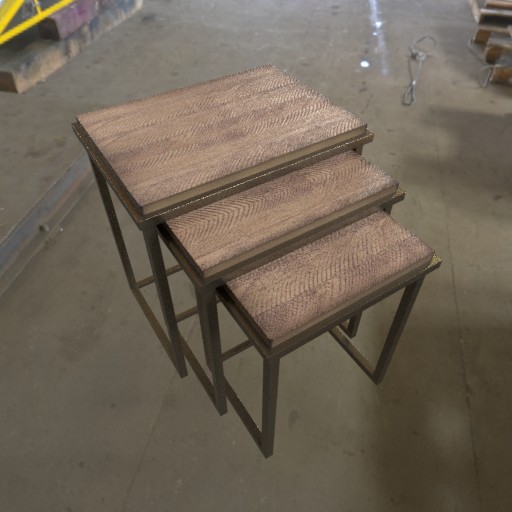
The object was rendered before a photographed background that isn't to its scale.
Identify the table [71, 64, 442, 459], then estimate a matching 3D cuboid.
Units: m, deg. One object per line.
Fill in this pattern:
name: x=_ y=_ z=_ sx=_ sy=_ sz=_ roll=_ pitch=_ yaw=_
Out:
table: x=0.000 y=0.000 z=1.117 sx=0.559 sy=0.610 sz=0.706 roll=-24 pitch=51 yaw=-22
